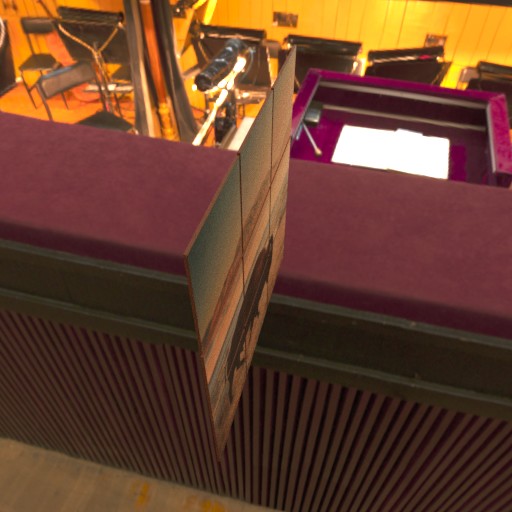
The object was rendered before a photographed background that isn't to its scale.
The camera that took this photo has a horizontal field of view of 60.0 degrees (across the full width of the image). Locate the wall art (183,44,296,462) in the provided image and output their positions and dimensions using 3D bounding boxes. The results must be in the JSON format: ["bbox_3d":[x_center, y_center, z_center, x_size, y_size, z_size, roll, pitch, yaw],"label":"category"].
[{"bbox_3d":[0.000,0.000,2.265,0.019,1.532,1.533,11,47,10],"label":"wall art"}]
